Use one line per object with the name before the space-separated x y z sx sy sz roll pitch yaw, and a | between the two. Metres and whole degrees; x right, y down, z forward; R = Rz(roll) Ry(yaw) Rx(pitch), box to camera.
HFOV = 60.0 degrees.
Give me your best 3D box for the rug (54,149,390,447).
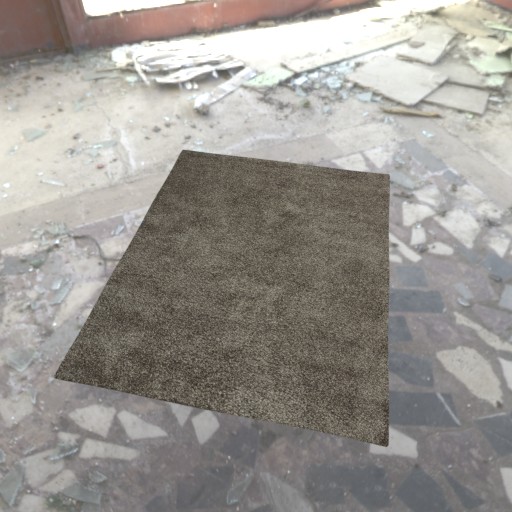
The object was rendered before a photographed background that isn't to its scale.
rug | 0.000 0.000 4.073 2.401 0.025 3.000 9 48 8
